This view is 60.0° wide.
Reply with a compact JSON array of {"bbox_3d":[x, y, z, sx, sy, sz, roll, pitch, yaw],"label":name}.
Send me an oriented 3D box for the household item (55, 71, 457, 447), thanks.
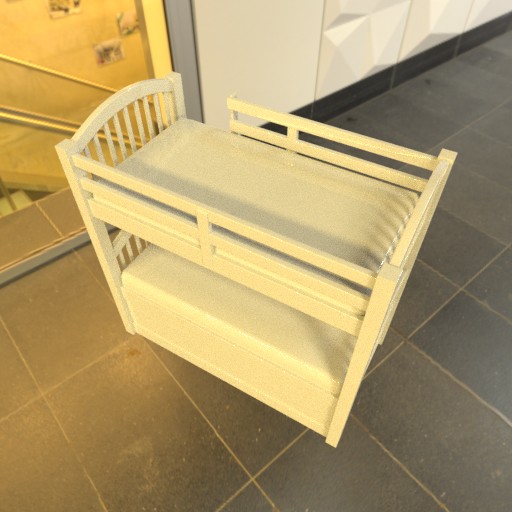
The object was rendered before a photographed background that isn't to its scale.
[{"bbox_3d":[0.000,0.000,3.225,2.032,2.032,1.143,23,52,20],"label":"household item"}]
